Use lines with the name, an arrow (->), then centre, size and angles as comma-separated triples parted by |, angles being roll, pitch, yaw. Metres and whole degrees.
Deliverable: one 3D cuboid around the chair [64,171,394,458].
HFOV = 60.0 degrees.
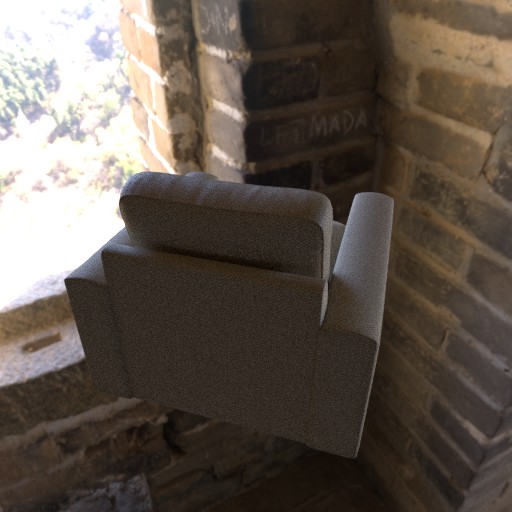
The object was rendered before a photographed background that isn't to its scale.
chair -> 0.000, 0.000, 1.777 | 1.005, 0.873, 1.016 | 9, 33, 14
